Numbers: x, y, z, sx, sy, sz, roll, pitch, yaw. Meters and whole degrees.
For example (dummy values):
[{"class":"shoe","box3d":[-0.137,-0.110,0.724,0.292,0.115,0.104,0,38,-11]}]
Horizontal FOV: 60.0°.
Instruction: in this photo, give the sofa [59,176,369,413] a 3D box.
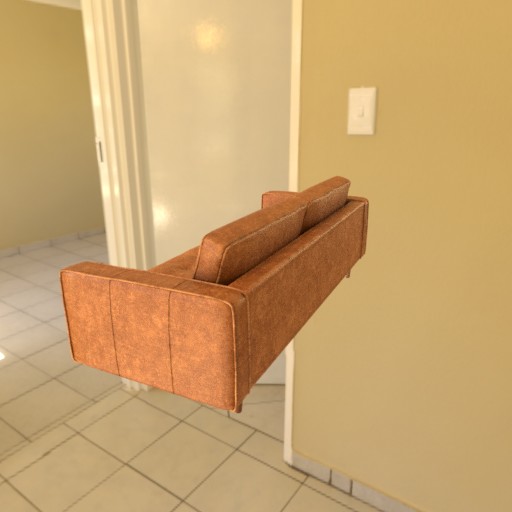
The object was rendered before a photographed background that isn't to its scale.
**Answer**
[{"class":"sofa","box3d":[0.000,0.000,2.703,0.886,0.779,2.199,9,20,25]}]
